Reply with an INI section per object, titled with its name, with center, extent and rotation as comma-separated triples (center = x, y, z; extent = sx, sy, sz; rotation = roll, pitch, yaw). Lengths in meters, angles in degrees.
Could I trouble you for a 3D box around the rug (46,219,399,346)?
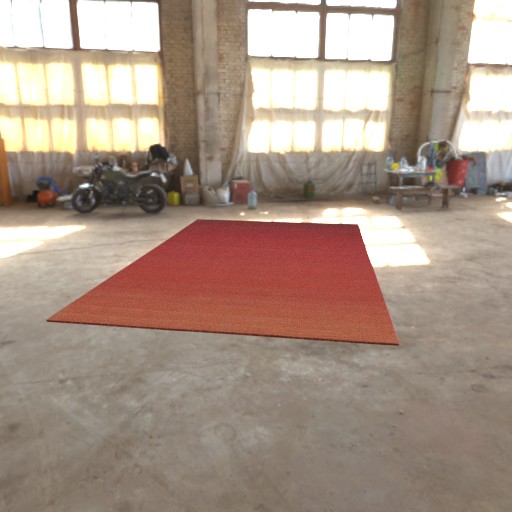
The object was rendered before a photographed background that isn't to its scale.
[rug]
center = 0.000, 0.000, 3.029
extent = 1.531, 0.010, 2.442
rotation = 2, 16, 8
